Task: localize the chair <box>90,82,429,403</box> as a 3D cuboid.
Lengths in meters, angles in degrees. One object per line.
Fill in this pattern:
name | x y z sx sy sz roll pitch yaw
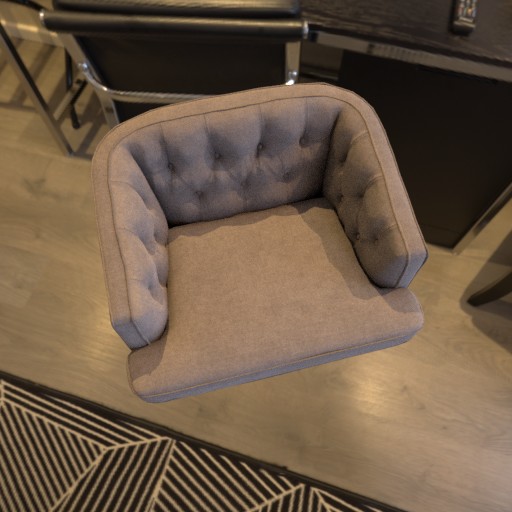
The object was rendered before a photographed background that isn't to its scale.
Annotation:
chair | 0.000 0.000 1.787 1.104 0.852 0.941 -12 64 -6
